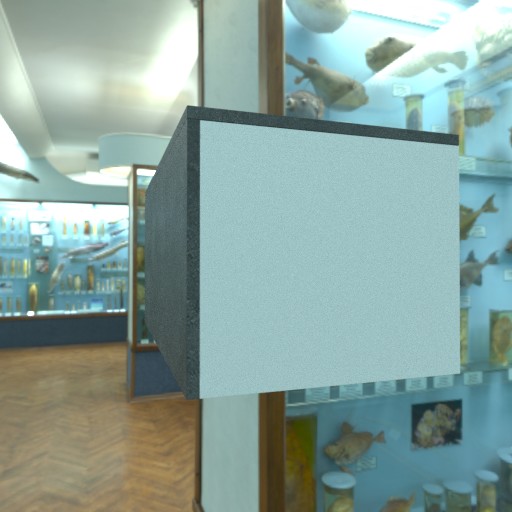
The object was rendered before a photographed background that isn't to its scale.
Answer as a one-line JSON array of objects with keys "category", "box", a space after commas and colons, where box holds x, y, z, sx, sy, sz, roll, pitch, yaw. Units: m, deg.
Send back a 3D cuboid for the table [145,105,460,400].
[{"category": "table", "box": [0.000, 0.000, 0.919, 0.400, 0.350, 0.700, 0, -1, -18]}]
